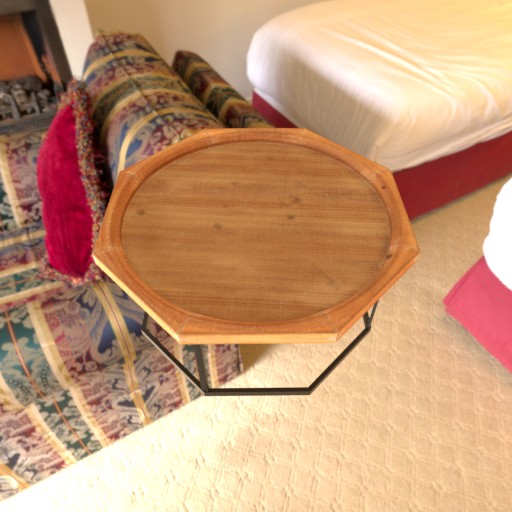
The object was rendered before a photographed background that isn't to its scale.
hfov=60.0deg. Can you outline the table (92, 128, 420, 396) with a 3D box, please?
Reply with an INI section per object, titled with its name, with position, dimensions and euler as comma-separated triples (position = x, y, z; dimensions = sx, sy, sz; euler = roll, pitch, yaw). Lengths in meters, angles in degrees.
[table]
position = 0.000, 0.000, 1.540
dimensions = 1.002, 0.444, 1.002
euler = 0, 47, 0
